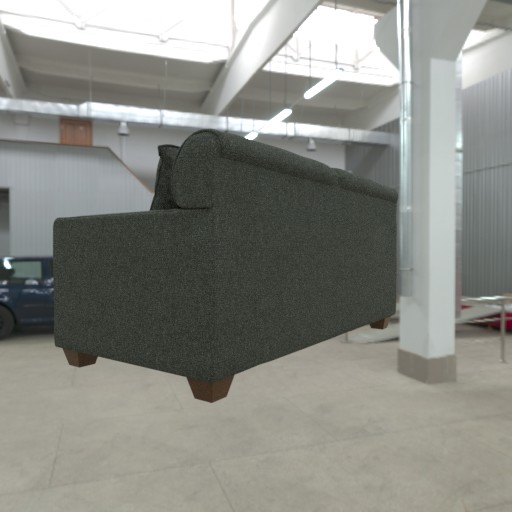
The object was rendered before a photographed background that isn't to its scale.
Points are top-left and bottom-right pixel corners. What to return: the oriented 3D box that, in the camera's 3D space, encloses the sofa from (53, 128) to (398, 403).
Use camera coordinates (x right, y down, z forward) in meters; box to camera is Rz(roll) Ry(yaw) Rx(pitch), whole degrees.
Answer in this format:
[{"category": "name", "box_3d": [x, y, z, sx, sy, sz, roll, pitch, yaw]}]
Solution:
[{"category": "sofa", "box_3d": [0.000, 0.000, 2.441, 0.998, 0.958, 1.846, 1, 1, 35]}]
